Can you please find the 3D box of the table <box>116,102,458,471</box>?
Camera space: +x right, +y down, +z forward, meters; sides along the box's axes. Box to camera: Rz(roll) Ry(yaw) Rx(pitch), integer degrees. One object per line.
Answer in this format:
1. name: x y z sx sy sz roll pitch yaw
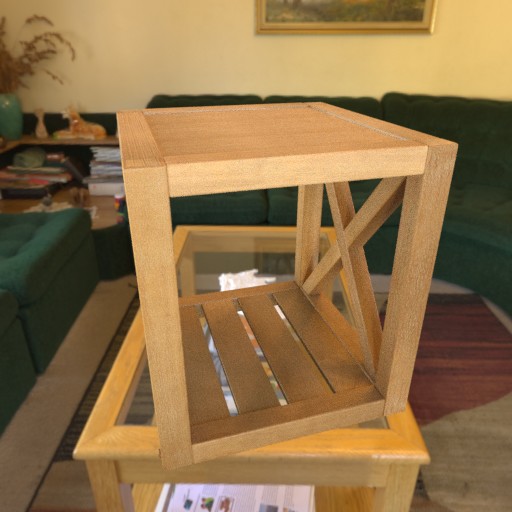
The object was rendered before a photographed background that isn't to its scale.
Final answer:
1. table: 0.000 0.000 1.048 0.558 0.610 0.559 -8 27 -15
